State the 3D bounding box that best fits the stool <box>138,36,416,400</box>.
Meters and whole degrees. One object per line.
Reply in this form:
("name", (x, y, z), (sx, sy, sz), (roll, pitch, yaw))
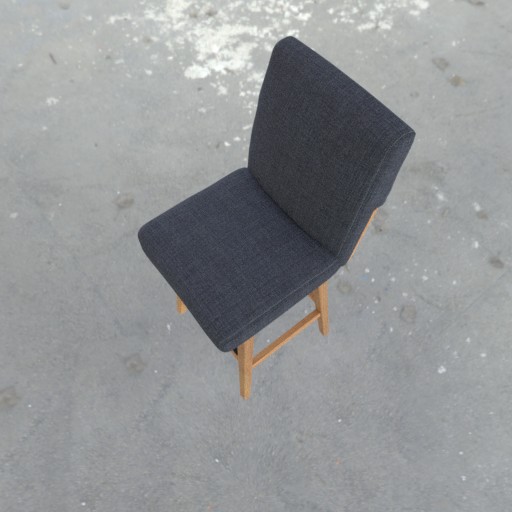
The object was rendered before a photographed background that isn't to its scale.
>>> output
("stool", (0.000, 0.000, 1.411), (0.570, 1.112, 0.483), (-35, 67, -17))
